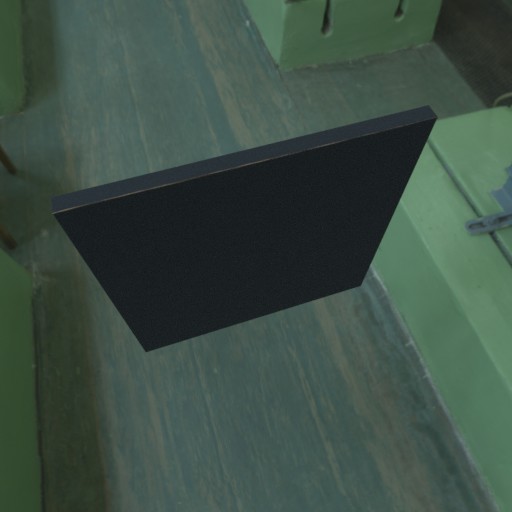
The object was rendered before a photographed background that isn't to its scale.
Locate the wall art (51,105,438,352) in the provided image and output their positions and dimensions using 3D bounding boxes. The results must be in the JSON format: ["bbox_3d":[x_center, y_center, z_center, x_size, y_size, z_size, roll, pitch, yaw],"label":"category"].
[{"bbox_3d":[0.000,0.000,1.172,0.762,0.762,0.038,-16,61,-9],"label":"wall art"}]
